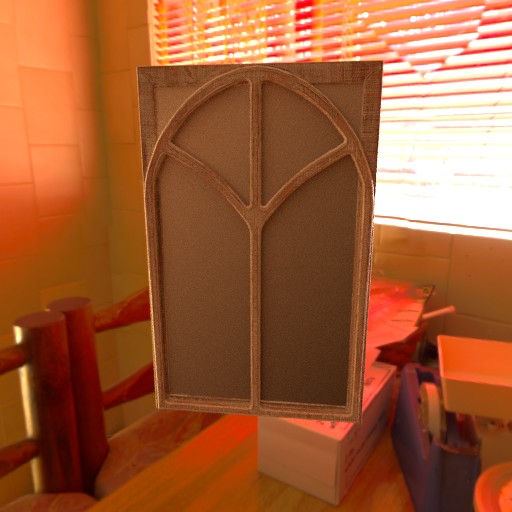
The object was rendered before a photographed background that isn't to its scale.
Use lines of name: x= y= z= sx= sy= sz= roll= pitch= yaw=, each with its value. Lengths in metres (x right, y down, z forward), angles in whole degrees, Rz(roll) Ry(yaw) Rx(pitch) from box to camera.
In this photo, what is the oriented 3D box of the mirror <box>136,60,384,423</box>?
mirror: x=0.000 y=0.000 z=0.971 sx=0.495 sy=0.787 sz=0.058 roll=2 pitch=13 yaw=7
